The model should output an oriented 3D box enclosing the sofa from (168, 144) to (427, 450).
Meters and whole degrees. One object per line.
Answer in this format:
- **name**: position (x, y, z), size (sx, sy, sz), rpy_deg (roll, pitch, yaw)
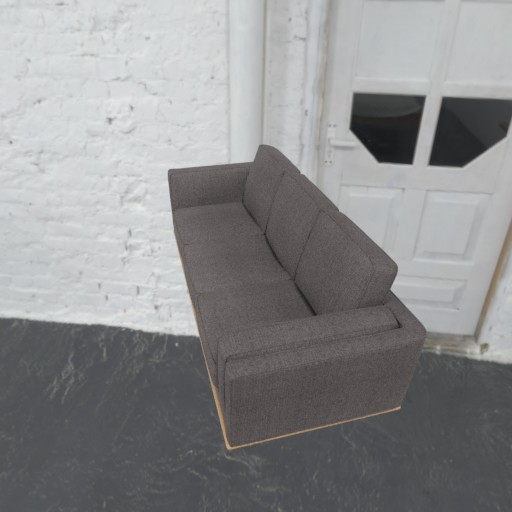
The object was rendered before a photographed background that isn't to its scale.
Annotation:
- **sofa**: position (0.000, 0.000, 2.828), size (0.903, 0.899, 2.362), rpy_deg (-8, 32, -13)
